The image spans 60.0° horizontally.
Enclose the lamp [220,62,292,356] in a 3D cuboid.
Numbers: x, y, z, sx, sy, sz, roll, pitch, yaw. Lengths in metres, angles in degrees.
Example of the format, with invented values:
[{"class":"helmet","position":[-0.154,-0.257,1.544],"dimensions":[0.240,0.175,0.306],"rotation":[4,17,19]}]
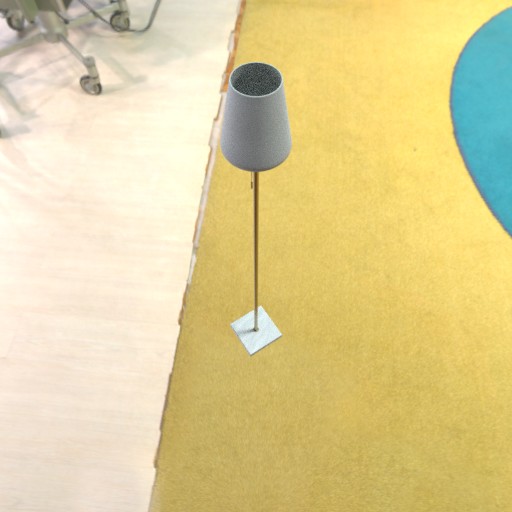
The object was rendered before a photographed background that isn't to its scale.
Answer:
[{"class":"lamp","position":[0.000,0.000,1.936],"dimensions":[0.229,1.813,0.232],"rotation":[-29,64,-16]}]
